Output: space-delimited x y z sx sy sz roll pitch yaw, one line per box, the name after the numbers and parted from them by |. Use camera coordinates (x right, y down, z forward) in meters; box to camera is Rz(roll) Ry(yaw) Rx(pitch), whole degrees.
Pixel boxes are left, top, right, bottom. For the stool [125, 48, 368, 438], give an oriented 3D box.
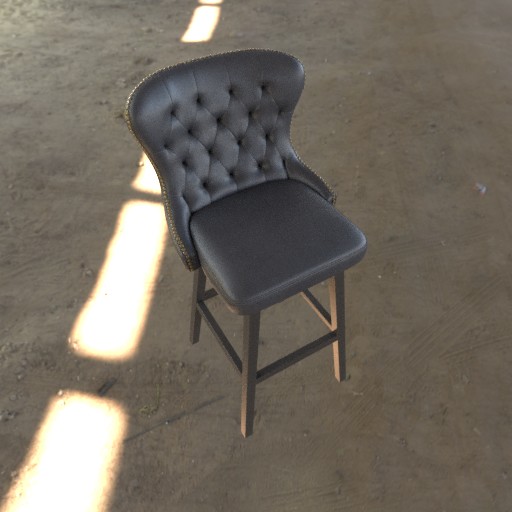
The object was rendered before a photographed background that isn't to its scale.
0.000 0.000 1.405 0.528 1.050 0.601 -23 51 -20 | stool
